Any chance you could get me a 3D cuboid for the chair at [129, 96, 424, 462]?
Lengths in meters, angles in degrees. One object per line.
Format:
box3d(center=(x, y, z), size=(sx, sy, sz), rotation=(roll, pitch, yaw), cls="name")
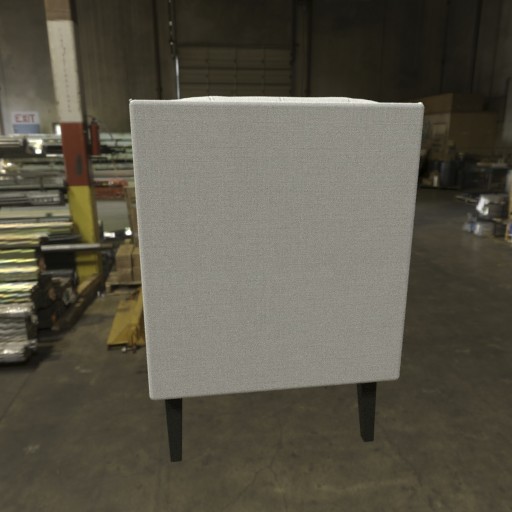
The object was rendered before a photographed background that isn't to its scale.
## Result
box3d(center=(0.000, 0.000, 1.395), size=(0.658, 0.891, 0.772), rotation=(-2, 15, -8), cls="chair")
